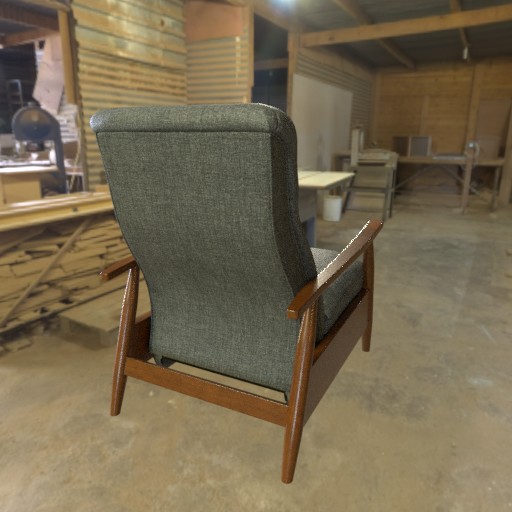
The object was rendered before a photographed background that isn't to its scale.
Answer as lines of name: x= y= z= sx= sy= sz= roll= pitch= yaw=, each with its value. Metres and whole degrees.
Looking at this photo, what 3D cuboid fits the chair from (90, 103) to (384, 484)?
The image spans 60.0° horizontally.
chair: x=0.000 y=0.000 z=1.746 sx=0.762 sy=1.082 sz=1.030 roll=8 pitch=18 yaw=27
